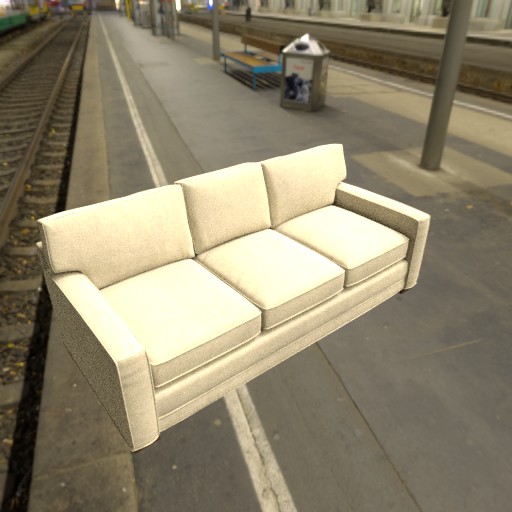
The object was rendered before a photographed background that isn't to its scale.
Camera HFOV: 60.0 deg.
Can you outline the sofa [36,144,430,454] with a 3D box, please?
[{"bbox_3d":[0.000,0.000,2.571,2.093,0.862,0.936,-22,37,-33],"label":"sofa"}]
